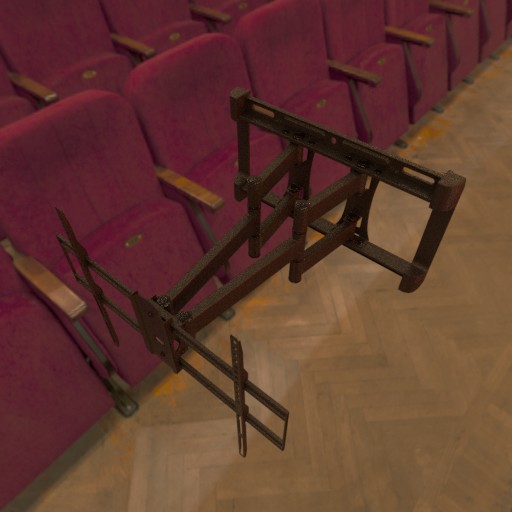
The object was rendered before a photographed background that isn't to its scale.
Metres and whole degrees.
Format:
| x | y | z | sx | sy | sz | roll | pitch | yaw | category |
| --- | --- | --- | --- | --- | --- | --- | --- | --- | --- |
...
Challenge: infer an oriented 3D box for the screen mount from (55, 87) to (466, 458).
| x | y | z | sx | sy | sz | roll | pitch | yaw | category |
| --- | --- | --- | --- | --- | --- | --- | --- | --- | --- |
| 0.000 | 0.000 | 1.083 | 0.661 | 0.491 | 0.644 | 31 | 54 | 26 | screen mount |
